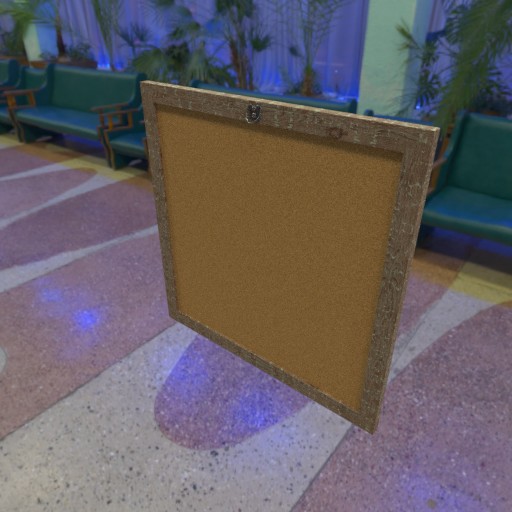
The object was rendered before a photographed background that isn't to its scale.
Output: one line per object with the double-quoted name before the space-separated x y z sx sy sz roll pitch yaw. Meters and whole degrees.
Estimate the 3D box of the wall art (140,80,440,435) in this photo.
"wall art" 0.000 0.000 0.564 0.380 0.380 0.022 22 37 33
